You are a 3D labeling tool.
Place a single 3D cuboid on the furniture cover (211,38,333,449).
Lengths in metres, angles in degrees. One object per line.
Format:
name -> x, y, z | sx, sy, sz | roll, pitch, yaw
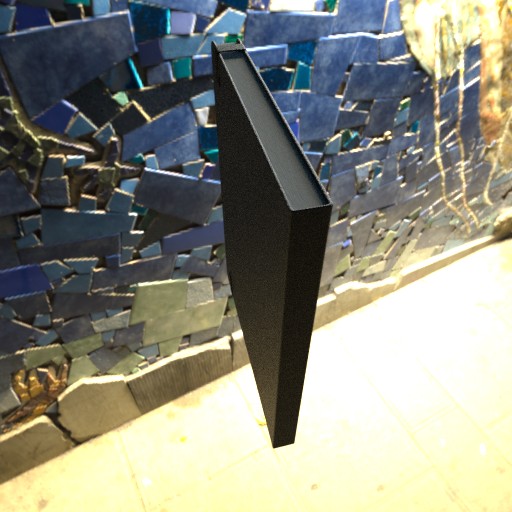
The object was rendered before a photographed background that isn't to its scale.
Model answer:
furniture cover -> 0.000, 0.000, 0.373 | 0.023, 0.281, 0.216 | -10, 47, -9
